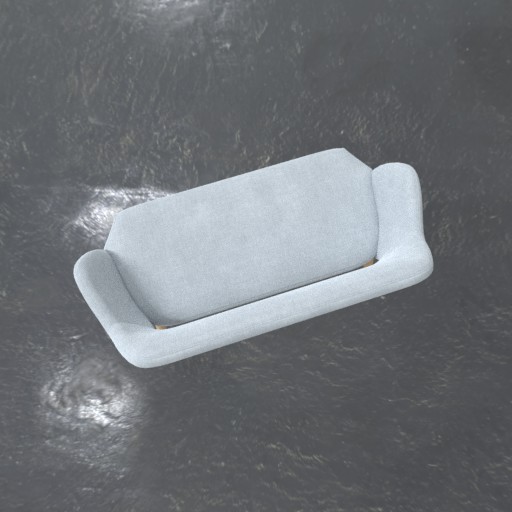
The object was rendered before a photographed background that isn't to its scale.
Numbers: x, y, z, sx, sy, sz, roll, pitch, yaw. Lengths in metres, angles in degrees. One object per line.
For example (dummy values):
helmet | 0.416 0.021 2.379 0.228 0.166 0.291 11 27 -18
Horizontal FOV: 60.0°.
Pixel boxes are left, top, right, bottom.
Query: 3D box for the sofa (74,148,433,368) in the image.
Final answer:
sofa | 0.000 0.000 1.608 1.150 0.840 0.610 -17 76 -5
